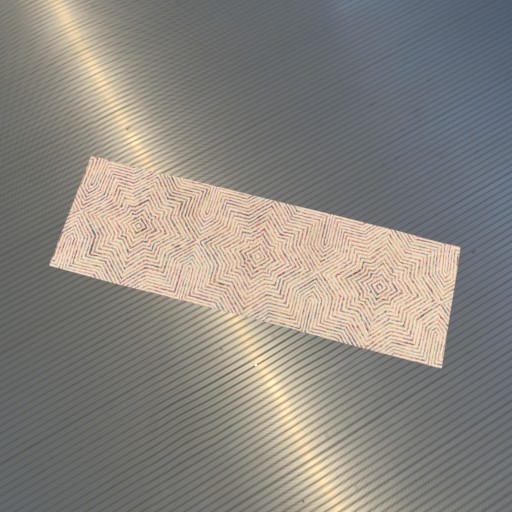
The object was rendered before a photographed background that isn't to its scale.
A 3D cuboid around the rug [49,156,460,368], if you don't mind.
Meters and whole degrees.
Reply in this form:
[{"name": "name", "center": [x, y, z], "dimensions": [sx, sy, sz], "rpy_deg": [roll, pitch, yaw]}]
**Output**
[{"name": "rug", "center": [0.000, 0.000, 2.752], "dimensions": [2.443, 0.009, 0.771], "rpy_deg": [14, 77, 3]}]
